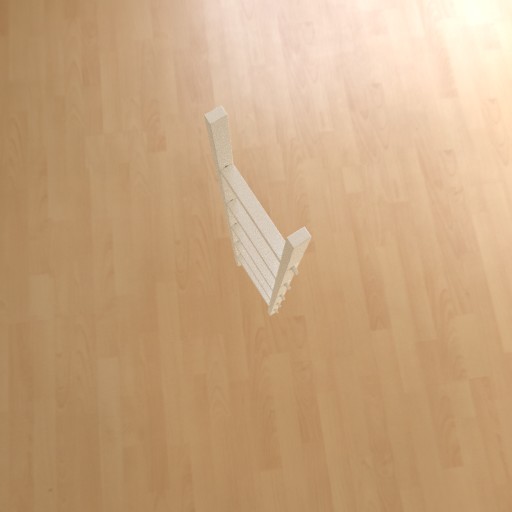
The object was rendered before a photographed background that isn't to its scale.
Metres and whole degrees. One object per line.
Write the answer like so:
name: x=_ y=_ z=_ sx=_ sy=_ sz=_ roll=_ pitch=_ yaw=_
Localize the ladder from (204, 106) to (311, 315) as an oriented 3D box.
ladder: x=0.000 y=0.000 z=1.939 sx=0.051 sy=1.797 sz=0.452 roll=-32 pitch=79 yaw=-7
